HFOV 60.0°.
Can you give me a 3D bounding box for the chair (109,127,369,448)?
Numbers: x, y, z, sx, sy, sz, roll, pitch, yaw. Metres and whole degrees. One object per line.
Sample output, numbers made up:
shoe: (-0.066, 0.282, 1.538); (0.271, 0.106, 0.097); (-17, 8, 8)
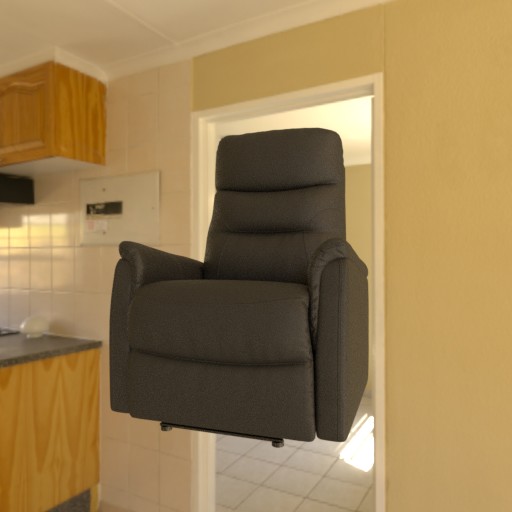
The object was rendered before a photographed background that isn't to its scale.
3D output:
chair: (0.000, 0.000, 1.653); (0.775, 1.082, 0.831); (0, 0, 19)
